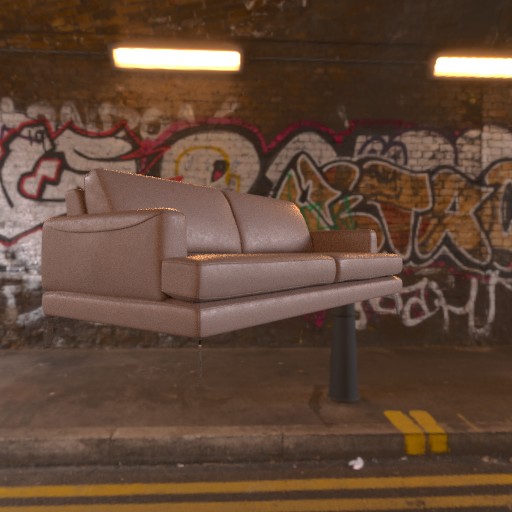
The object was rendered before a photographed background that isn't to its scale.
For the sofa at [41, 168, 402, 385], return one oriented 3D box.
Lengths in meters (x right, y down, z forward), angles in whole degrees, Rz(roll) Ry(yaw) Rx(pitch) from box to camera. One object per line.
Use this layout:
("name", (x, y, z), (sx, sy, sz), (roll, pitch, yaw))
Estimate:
("sofa", (0.000, 0.000, 2.380), (0.974, 0.765, 1.940), (0, 1, 36))
